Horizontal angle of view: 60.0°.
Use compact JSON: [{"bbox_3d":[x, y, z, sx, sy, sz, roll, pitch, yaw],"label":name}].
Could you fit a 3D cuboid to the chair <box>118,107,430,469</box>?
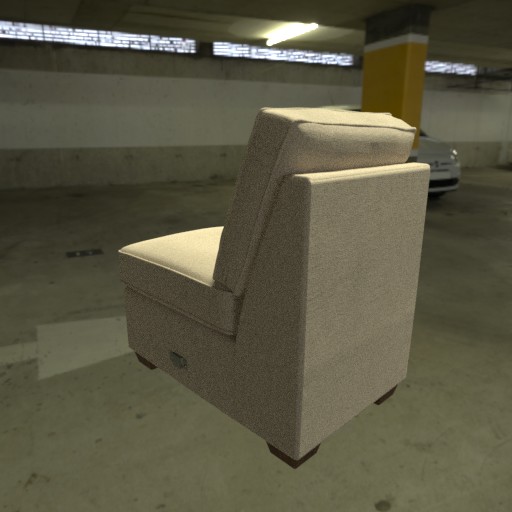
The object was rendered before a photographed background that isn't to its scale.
[{"bbox_3d":[0.000,0.000,1.576,0.621,0.970,0.938,-15,21,-42],"label":"chair"}]
